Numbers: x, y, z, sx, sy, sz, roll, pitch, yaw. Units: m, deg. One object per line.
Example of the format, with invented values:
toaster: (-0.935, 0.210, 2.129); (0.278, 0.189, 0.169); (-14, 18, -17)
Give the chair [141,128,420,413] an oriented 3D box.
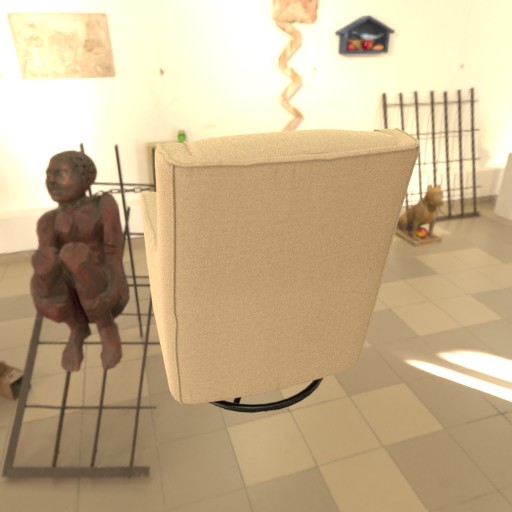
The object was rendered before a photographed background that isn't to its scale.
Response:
chair: (0.000, 0.000, 1.599); (0.732, 0.993, 0.879); (-8, 27, -16)
